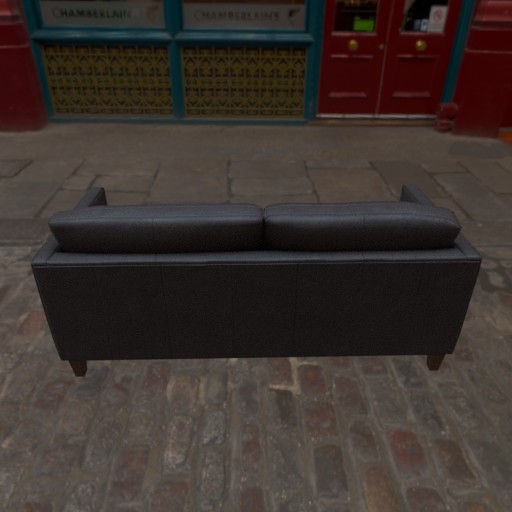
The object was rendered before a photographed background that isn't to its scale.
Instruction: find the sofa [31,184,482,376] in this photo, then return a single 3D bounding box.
[{"bbox_3d":[0.000,0.000,2.412,1.971,0.863,0.933,-1,30,-1],"label":"sofa"}]
